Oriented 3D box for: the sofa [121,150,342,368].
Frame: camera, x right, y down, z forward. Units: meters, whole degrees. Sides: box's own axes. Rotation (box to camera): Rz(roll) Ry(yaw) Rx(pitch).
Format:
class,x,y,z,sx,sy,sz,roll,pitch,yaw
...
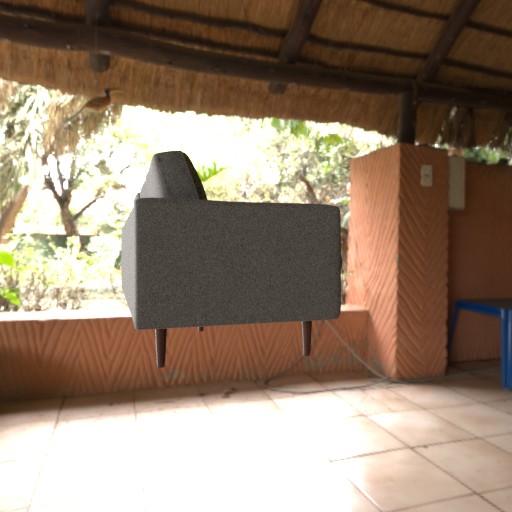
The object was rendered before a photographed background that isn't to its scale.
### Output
class,x,y,z,sx,sy,sz,roll,pitch,yaw
sofa,0.000,0.000,2.947,1.667,0.957,2.055,0,1,-18
